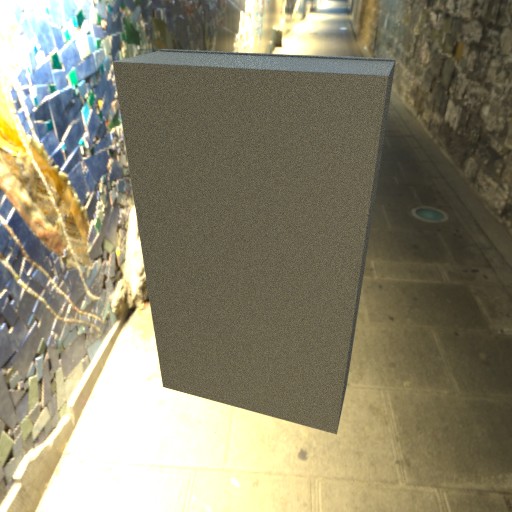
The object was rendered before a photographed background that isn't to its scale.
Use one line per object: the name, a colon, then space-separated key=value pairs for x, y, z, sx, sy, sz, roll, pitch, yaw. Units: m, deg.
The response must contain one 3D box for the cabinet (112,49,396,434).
cabinet: x=0.000 y=0.000 z=2.642 sx=1.250 sy=2.160 sz=0.480 roll=10 pitch=33 yaw=16
